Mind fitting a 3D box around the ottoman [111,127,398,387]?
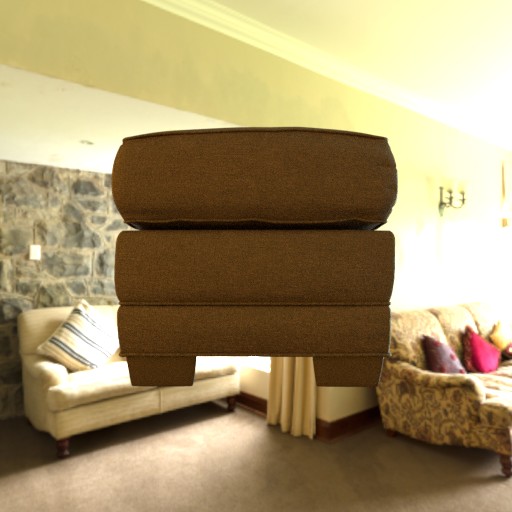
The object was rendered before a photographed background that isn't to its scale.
[{"bbox_3d":[0.000,0.000,1.147,0.490,0.448,0.864,0,0,0],"label":"ottoman"}]
